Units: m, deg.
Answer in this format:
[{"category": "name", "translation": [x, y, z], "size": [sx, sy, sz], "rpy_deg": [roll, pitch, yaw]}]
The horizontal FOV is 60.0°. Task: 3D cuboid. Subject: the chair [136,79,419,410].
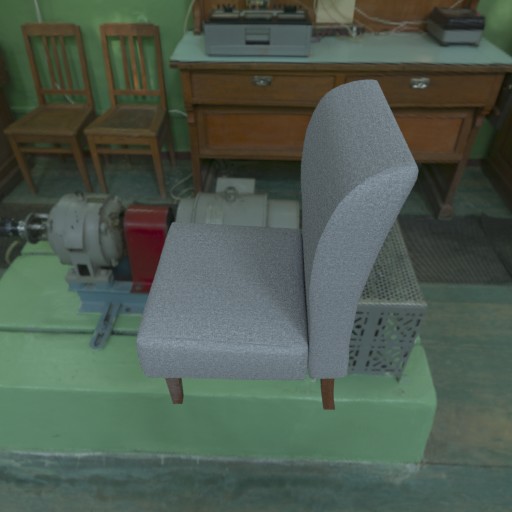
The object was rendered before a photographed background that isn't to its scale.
[{"category": "chair", "translation": [0.000, 0.000, 1.197], "size": [0.592, 0.804, 0.513], "rpy_deg": [1, 41, 1]}]
